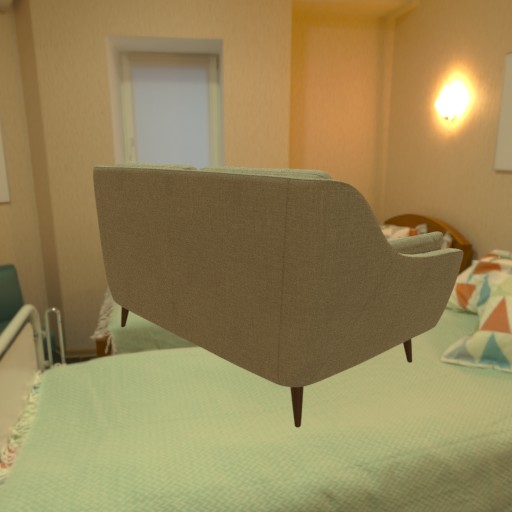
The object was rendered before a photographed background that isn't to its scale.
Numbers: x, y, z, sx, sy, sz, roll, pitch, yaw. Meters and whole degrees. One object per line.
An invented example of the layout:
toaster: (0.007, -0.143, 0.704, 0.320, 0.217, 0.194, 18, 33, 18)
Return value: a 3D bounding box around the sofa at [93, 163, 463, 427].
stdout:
sofa: (0.000, 0.000, 2.179, 0.965, 0.888, 1.652, -13, 18, -43)
